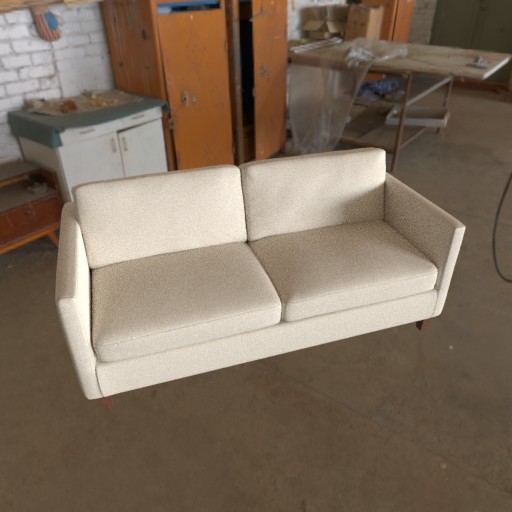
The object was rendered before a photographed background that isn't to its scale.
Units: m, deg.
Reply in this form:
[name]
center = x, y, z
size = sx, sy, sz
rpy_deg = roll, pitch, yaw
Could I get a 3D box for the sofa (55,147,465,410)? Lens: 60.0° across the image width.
[sofa]
center = 0.000, 0.000, 2.485
size = 1.981, 0.889, 0.965
rpy_deg = -10, 34, -15
